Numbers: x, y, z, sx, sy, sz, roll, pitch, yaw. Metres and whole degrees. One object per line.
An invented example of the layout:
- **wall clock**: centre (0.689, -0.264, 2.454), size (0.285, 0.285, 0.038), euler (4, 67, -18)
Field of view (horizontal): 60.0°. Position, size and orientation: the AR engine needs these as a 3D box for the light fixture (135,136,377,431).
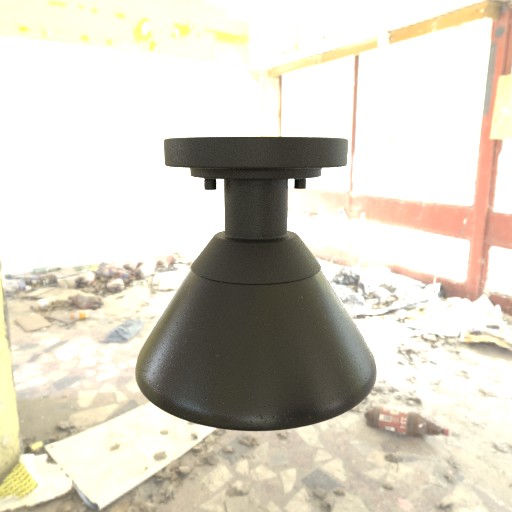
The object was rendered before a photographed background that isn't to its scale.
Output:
- **light fixture**: centre (0.000, 0.000, 0.360), size (0.200, 0.183, 0.200), euler (0, 13, 0)
